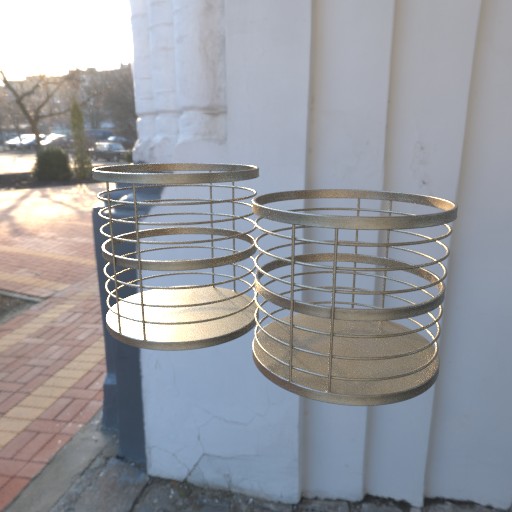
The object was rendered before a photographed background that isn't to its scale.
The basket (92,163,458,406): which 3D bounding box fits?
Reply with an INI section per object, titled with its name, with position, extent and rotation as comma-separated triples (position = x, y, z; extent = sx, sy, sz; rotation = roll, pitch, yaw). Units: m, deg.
[basket]
position = 0.000, 0.000, 0.924
extent = 0.746, 0.351, 0.356
rotation = 8, 17, 28
